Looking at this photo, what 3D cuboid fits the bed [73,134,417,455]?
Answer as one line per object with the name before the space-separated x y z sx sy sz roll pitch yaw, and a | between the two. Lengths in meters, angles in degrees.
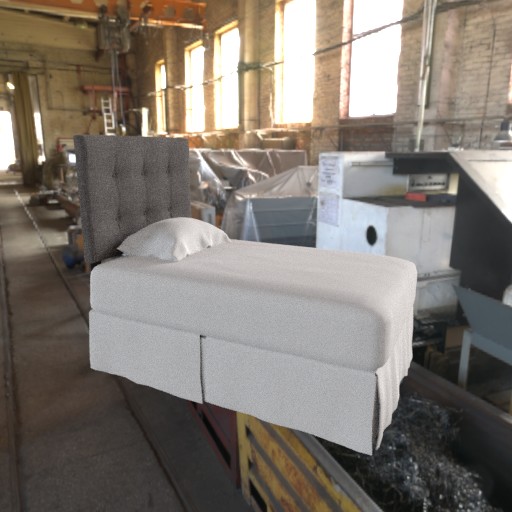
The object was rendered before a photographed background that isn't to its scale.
bed | 0.000 0.000 2.969 1.997 1.571 1.261 7 15 26
